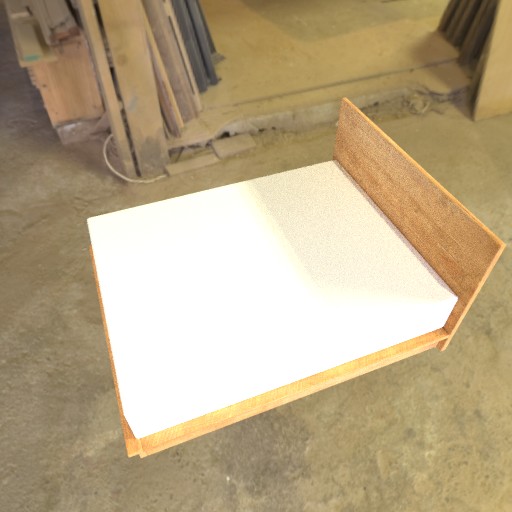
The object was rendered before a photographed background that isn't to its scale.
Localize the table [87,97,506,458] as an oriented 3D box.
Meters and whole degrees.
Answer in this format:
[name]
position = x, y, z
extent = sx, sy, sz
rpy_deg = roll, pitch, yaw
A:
[table]
position = 0.000, 0.000, 2.974
extent = 2.149, 1.041, 1.707
rpy_deg = -16, 49, -14
